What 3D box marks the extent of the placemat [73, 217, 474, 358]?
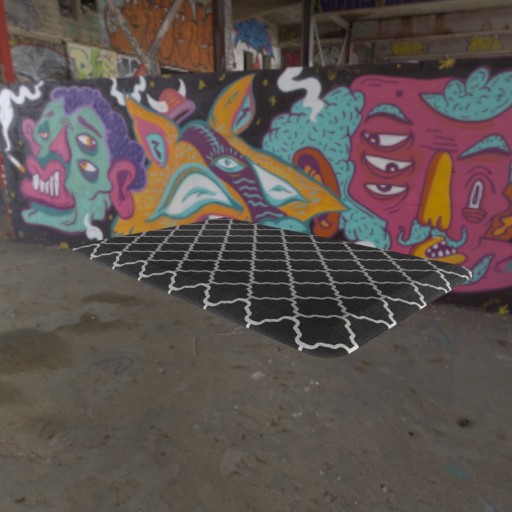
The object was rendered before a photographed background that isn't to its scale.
[{"bbox_3d":[0.000,0.000,0.970,0.762,0.021,0.508,15,22,42],"label":"placemat"}]
